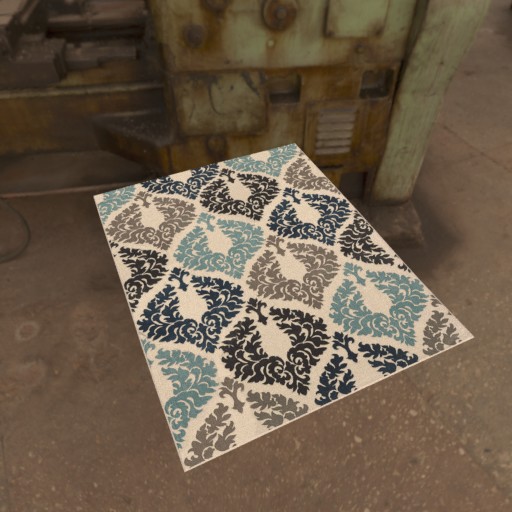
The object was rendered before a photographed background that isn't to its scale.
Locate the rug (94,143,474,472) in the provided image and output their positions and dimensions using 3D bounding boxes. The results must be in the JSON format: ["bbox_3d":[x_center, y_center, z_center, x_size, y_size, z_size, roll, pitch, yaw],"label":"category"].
[{"bbox_3d":[0.000,0.000,4.110,2.423,0.014,3.040,-19,50,-17],"label":"rug"}]
